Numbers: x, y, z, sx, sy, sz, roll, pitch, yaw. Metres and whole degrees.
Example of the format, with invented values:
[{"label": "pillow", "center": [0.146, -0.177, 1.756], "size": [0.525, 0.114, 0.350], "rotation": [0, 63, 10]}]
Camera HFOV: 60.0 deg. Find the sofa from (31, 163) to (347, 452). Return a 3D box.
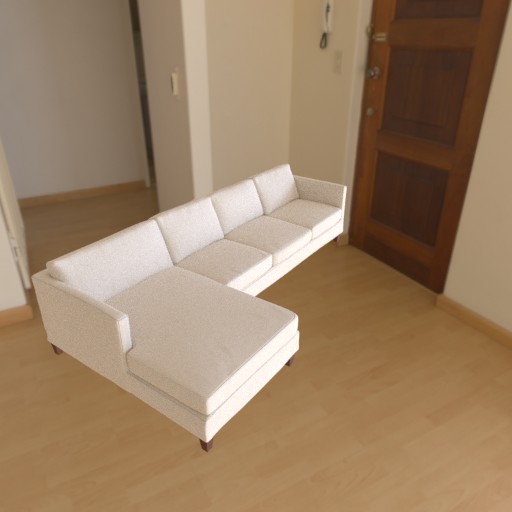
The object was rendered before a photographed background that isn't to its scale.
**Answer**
[{"label": "sofa", "center": [0.000, 0.000, 3.940], "size": [1.625, 0.846, 3.186], "rotation": [18, 32, 31]}]
